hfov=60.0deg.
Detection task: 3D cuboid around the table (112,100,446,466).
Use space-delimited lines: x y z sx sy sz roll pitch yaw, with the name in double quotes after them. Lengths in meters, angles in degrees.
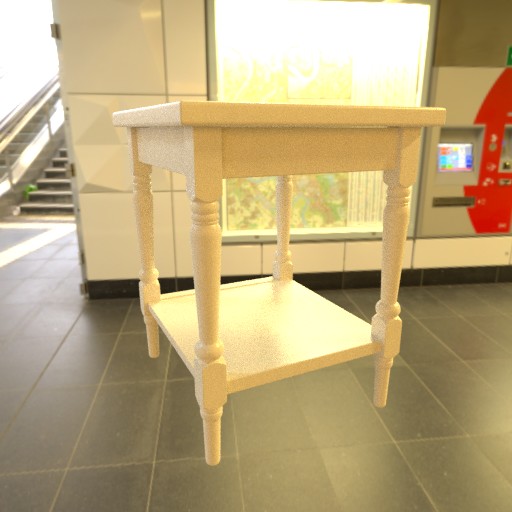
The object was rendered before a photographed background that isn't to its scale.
0.000 0.000 0.904 0.442 0.565 0.488 -8 18 -25 "table"
